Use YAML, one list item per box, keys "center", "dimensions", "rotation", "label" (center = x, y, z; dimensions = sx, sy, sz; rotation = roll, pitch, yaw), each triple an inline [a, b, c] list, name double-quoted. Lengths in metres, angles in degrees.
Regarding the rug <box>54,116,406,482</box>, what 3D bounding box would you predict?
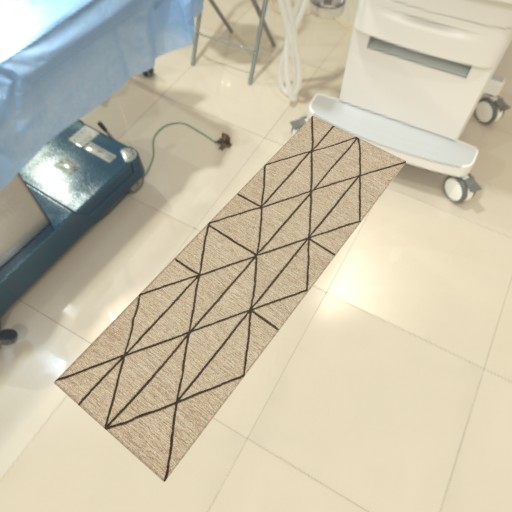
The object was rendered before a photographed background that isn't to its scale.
- center: [0.000, 0.000, 2.646]
  dimensions: [0.762, 0.012, 2.438]
  rotation: [32, 64, 18]
  label: "rug"
